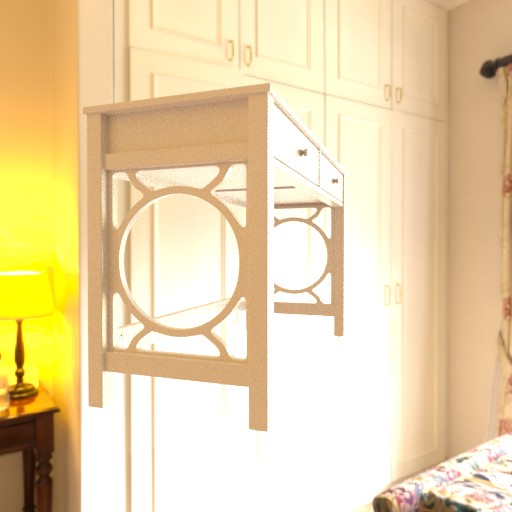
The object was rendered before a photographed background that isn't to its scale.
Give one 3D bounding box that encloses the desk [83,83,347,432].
[{"bbox_3d":[0.000,0.000,1.596,0.504,0.762,1.191,0,1,19],"label":"desk"}]
